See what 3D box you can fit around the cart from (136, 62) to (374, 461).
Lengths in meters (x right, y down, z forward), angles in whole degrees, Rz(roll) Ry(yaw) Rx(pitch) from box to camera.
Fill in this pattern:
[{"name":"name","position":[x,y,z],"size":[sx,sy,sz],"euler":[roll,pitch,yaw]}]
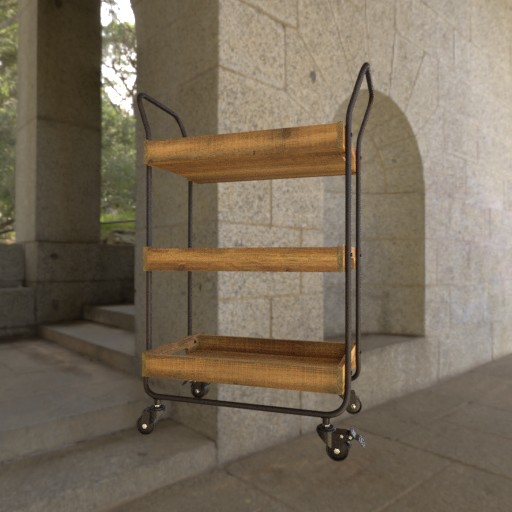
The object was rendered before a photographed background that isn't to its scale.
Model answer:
[{"name":"cart","position":[0.000,0.000,1.146],"size":[0.583,0.857,0.339],"euler":[0,-1,18]}]
